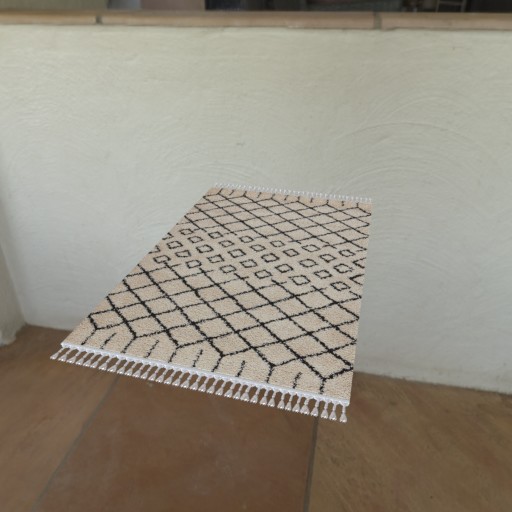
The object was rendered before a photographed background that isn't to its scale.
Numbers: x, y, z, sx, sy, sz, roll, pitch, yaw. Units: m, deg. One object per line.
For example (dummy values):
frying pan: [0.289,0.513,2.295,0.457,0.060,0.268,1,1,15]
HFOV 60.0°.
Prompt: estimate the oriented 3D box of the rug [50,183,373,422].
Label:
rug: [0.000,0.000,2.486,1.196,0.008,2.006,8,31,13]
